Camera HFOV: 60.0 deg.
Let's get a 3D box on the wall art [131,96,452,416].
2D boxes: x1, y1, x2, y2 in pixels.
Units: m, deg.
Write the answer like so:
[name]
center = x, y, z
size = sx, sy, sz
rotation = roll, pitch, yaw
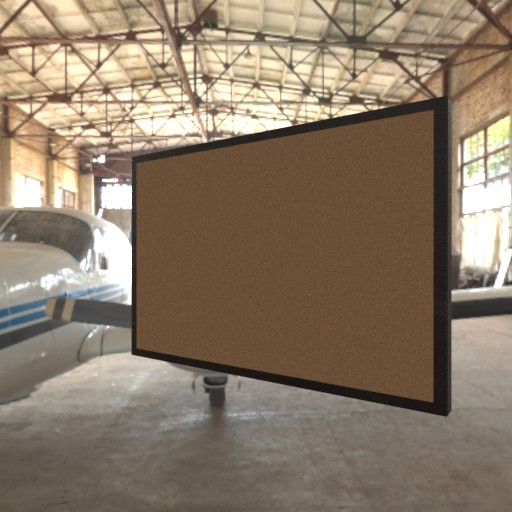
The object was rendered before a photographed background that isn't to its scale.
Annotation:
[wall art]
center = 0.000, 0.000, 1.116
size = 0.912, 0.612, 0.038
rotation = 0, 0, 35
